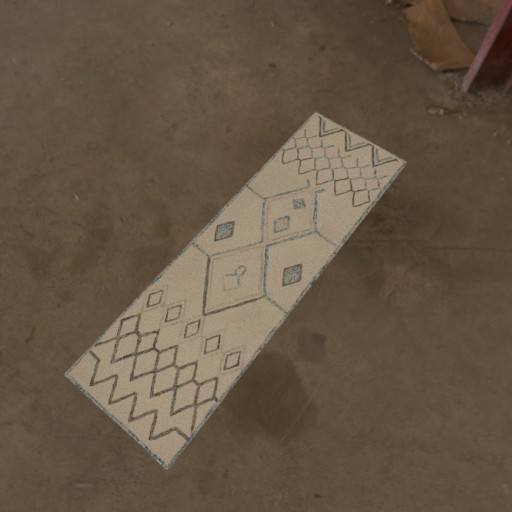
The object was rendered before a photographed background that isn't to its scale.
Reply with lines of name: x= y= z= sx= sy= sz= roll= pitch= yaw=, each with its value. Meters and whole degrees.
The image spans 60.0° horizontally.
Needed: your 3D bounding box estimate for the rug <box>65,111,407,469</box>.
rug: x=0.000 y=0.000 z=2.750 sx=0.770 sy=0.013 sz=2.434 roll=35 pitch=68 yaw=16
